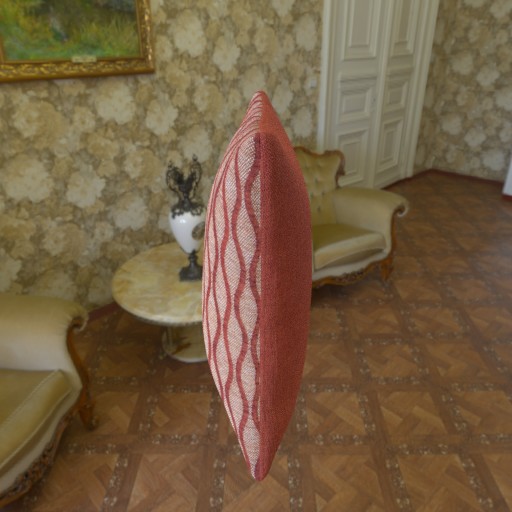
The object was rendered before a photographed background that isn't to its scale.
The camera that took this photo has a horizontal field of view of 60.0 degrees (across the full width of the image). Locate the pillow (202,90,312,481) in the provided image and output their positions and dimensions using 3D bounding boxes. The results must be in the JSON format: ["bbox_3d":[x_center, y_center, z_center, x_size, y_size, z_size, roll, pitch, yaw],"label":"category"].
[{"bbox_3d":[0.000,0.000,0.660,0.159,0.434,0.429,0,26,-1],"label":"pillow"}]
